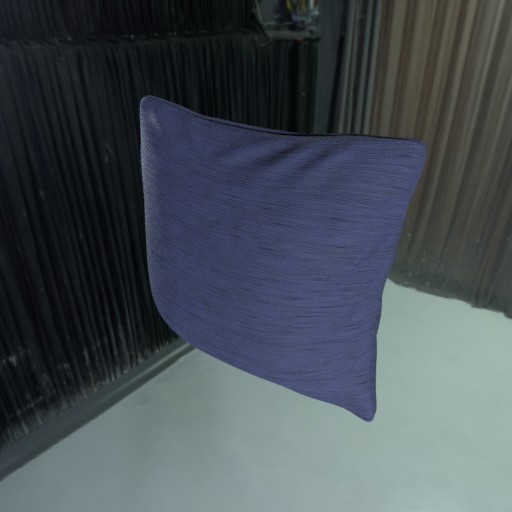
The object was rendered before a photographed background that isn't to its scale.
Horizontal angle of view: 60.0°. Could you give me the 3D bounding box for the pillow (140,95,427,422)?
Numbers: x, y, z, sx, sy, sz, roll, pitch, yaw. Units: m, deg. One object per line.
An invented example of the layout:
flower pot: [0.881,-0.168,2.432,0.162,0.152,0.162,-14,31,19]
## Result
pillow: [0.000,0.000,0.659,0.432,0.414,0.246,20,36,31]
